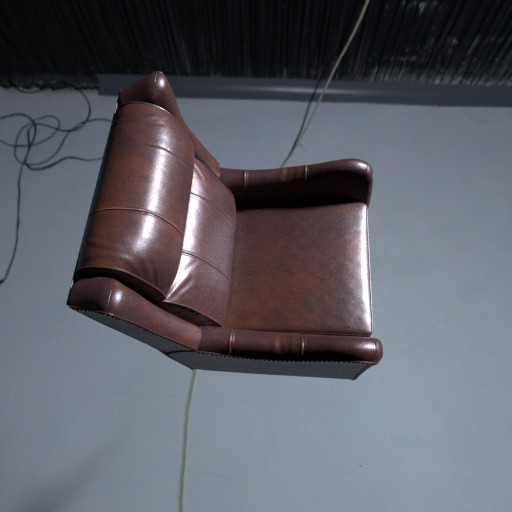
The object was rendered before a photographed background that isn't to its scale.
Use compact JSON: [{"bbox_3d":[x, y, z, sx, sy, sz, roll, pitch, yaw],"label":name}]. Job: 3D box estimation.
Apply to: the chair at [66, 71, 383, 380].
[{"bbox_3d":[0.000,0.000,1.807,1.008,1.084,0.869,3,66,1],"label":"chair"}]
